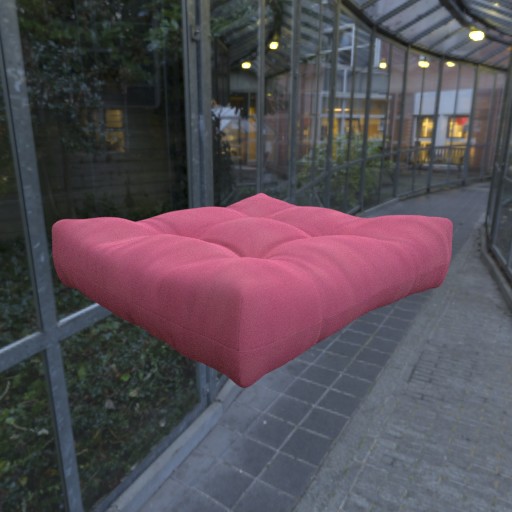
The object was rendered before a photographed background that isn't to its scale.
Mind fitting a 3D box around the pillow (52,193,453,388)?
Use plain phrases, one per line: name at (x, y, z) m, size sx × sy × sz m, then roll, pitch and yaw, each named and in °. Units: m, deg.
pillow at (0.000, 0.000, 0.725) m, size 0.468 × 0.128 × 0.490 m, roll 15°, pitch 22°, yaw 43°
